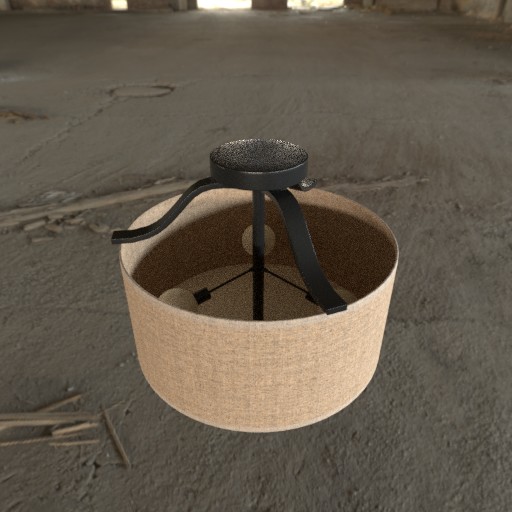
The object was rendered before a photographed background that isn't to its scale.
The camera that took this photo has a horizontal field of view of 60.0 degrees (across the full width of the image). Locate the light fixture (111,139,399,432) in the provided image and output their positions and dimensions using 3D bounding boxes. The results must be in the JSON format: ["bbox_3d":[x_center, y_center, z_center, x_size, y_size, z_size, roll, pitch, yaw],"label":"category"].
[{"bbox_3d":[0.000,0.000,0.645,0.390,0.306,0.390,0,32,0],"label":"light fixture"}]
